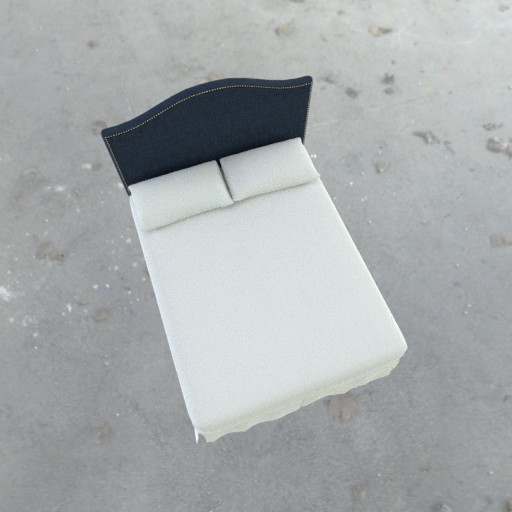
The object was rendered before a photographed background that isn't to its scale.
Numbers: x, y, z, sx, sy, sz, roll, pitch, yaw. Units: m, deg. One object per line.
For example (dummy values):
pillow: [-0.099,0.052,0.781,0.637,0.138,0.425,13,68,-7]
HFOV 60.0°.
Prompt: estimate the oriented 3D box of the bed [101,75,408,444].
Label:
bed: [0.000,0.000,3.354,1.725,1.518,2.153,-18,65,-9]
